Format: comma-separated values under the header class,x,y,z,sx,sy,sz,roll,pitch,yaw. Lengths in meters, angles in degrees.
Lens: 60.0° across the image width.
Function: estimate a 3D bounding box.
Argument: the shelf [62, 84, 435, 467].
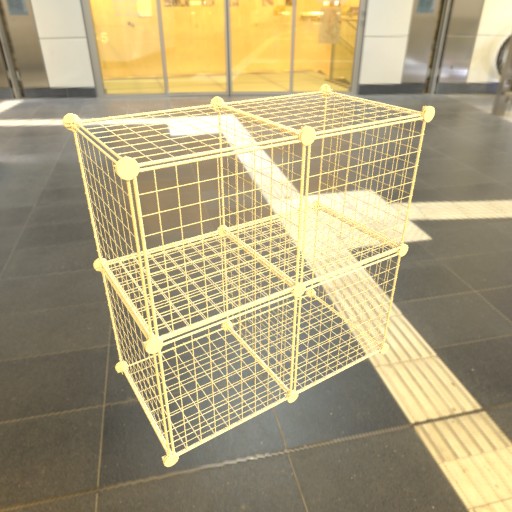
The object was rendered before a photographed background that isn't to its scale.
class,x,y,z,sx,sy,sz,roll,pitch,yaw
shelf,0.000,0.000,1.113,0.711,0.711,0.356,-18,34,-28
